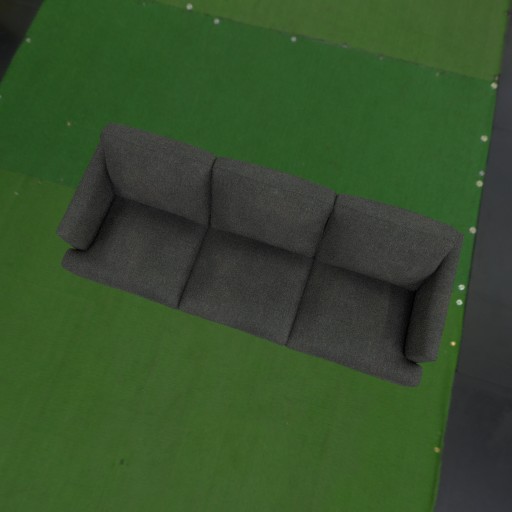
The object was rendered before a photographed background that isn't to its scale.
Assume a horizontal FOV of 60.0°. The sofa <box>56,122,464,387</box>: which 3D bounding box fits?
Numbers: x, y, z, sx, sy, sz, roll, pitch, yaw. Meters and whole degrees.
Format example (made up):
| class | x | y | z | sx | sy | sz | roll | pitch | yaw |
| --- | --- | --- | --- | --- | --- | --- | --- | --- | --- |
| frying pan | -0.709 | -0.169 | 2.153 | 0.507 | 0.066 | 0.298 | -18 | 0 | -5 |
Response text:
| class | x | y | z | sx | sy | sz | roll | pitch | yaw |
| --- | --- | --- | --- | --- | --- | --- | --- | --- | --- |
| sofa | 0.000 | 0.000 | 2.697 | 2.246 | 0.930 | 0.903 | 18 | 75 | 5 |
